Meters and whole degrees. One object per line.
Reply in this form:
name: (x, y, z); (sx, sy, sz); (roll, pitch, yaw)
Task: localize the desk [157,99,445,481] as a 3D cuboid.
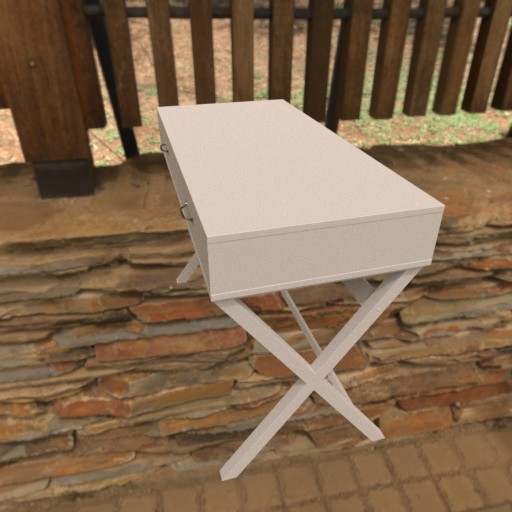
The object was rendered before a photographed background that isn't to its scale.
desk: (0.000, 0.000, 1.503); (0.525, 0.780, 1.057); (-8, 32, -13)
